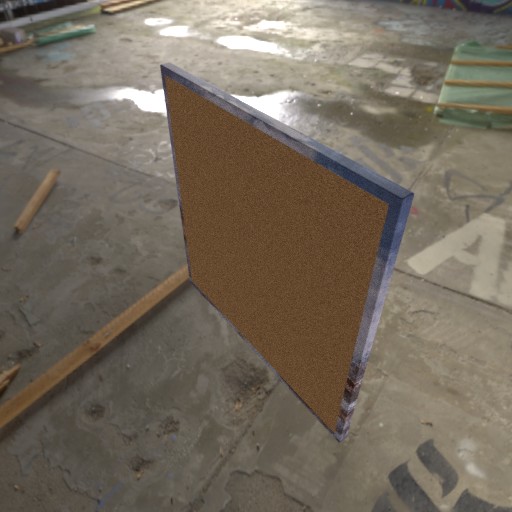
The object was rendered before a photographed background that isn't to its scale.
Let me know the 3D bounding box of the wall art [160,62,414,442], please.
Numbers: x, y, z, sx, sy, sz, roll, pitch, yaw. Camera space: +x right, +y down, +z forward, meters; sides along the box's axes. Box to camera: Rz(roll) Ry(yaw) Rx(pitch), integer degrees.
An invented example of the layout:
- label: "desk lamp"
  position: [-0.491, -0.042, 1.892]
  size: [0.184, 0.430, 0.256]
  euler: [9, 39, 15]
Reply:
- label: "wall art"
  position: [0.000, 0.000, 1.340]
  size: [0.035, 0.897, 0.888]
  euler: [-27, 48, -27]
